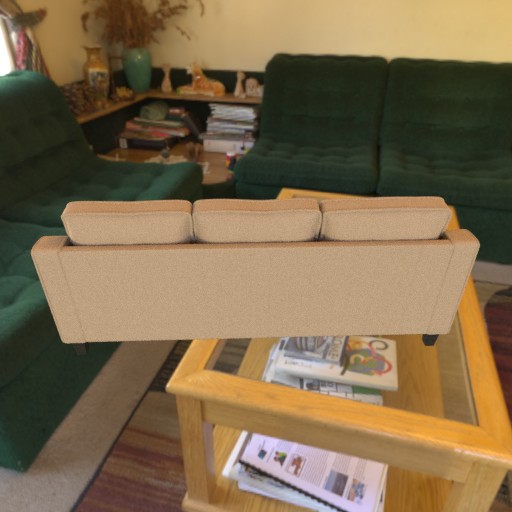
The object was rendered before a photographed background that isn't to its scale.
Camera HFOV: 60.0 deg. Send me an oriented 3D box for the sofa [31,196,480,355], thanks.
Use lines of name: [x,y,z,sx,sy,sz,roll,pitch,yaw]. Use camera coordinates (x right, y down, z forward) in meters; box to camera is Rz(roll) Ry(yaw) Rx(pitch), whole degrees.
sofa: [0.000,0.000,2.570,2.131,0.902,0.791,-1,31,-2]
